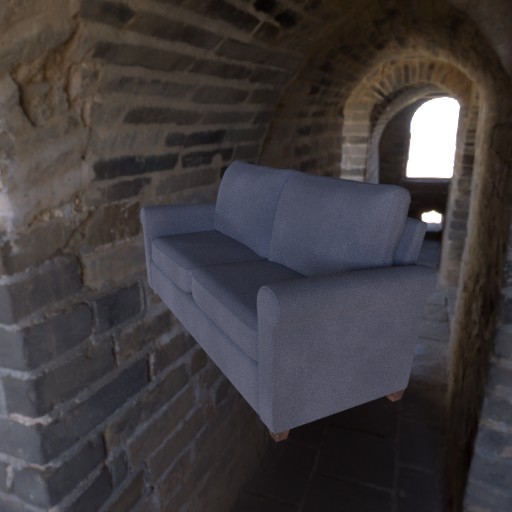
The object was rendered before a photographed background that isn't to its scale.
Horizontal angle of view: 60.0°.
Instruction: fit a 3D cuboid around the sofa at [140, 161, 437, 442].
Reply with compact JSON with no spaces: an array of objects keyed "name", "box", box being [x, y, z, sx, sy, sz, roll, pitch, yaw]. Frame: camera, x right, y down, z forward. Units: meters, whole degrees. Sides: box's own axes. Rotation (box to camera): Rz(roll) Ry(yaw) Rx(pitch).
[{"name":"sofa","box":[0.000,0.000,2.508,0.842,0.942,1.935,-8,18,-26]}]
